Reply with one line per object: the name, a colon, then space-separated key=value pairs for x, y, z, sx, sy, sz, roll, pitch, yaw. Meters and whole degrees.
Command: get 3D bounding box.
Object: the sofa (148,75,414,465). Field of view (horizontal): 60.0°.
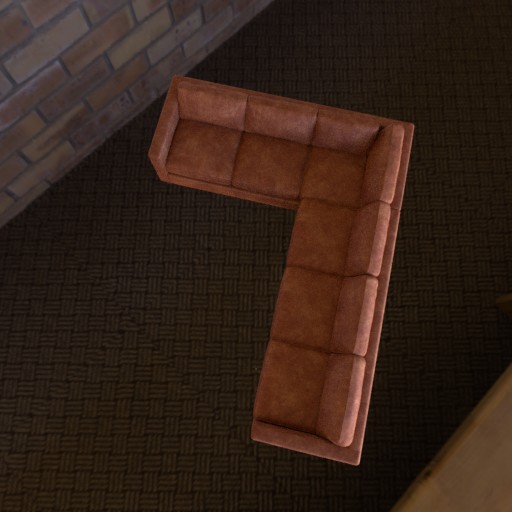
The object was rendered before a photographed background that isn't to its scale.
sofa: x=0.000 y=0.000 z=4.260 sx=2.438 sy=0.838 sz=3.150 roll=13 pitch=76 yaw=3
